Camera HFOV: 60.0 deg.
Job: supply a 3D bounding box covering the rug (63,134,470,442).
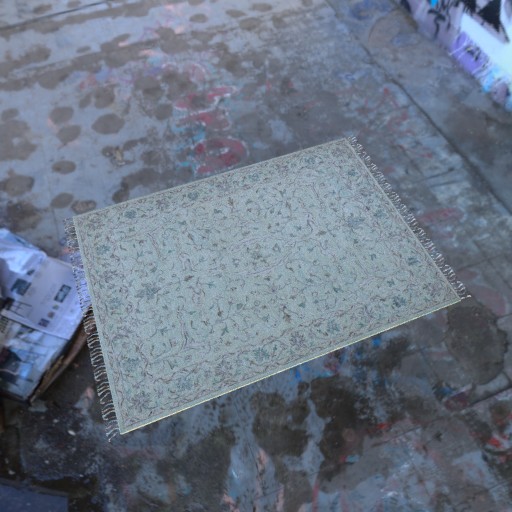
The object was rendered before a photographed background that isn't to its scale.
[{"bbox_3d":[0.000,0.000,2.307,1.802,0.008,1.247,-19,60,-11],"label":"rug"}]
